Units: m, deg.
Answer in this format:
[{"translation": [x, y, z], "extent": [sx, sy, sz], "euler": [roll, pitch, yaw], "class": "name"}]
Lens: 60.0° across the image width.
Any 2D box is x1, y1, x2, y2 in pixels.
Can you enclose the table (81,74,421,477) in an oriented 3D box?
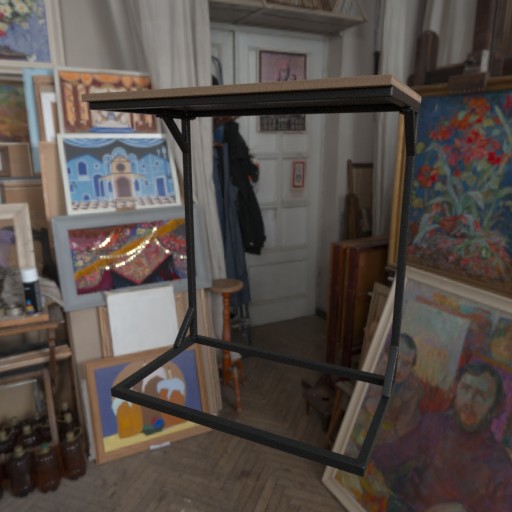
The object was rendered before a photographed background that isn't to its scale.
[{"translation": [0.000, 0.000, 0.983], "extent": [0.597, 0.673, 0.351], "euler": [7, 16, 25], "class": "table"}]
